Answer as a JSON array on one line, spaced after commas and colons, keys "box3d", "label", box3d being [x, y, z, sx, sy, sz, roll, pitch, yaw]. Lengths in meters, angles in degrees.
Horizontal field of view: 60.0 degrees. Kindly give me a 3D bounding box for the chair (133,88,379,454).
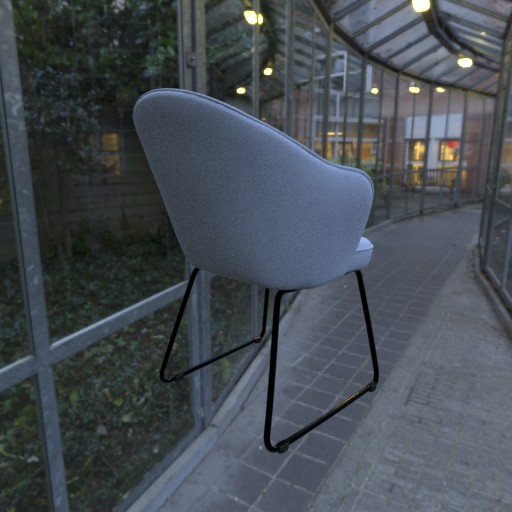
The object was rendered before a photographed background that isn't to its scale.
[{"box3d": [0.000, 0.000, 1.223, 0.570, 0.817, 0.592, 13, 18, 43], "label": "chair"}]
